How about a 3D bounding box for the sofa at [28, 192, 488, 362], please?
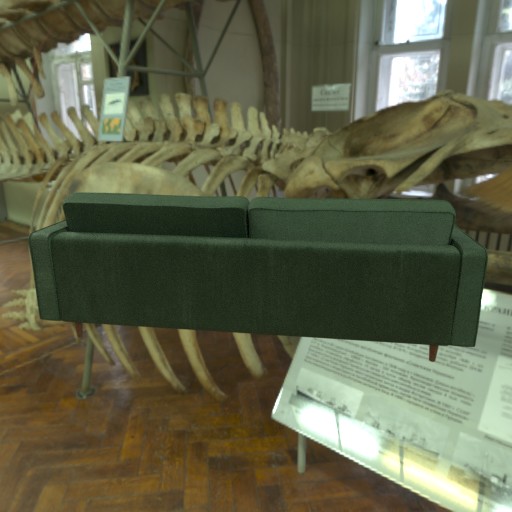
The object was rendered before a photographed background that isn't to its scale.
[{"bbox_3d":[0.000,0.000,2.553,2.199,0.769,0.918,2,17,8],"label":"sofa"}]
